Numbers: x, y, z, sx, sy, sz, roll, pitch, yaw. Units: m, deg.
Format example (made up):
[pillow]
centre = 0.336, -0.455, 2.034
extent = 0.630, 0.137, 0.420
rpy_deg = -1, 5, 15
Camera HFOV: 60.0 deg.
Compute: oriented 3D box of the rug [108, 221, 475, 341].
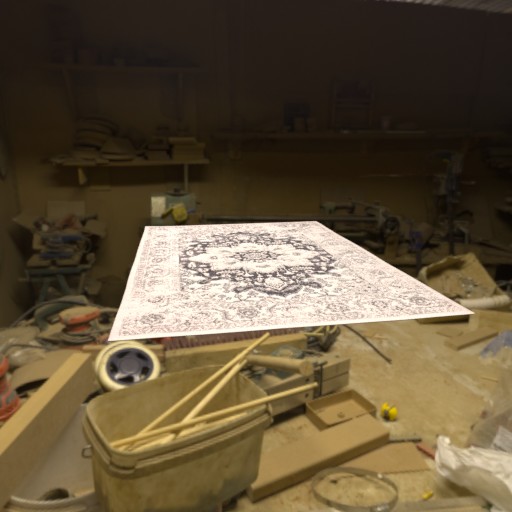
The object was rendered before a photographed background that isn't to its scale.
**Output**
[rug]
centre = 0.000, 0.000, 2.286
extent = 1.223, 0.008, 1.813
rpy_deg = -3, 15, -10
